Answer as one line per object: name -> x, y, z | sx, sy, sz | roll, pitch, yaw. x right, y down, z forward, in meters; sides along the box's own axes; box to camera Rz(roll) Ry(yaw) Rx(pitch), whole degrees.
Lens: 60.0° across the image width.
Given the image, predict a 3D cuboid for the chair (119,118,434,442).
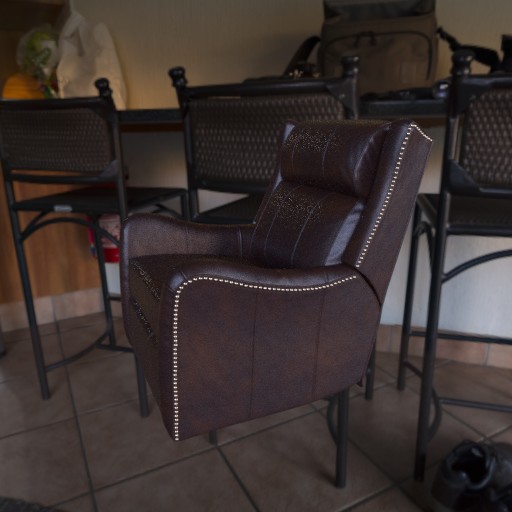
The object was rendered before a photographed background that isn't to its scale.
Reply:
chair -> 0.000, 0.000, 1.825 | 1.008, 1.084, 0.869 | -8, 19, -24
